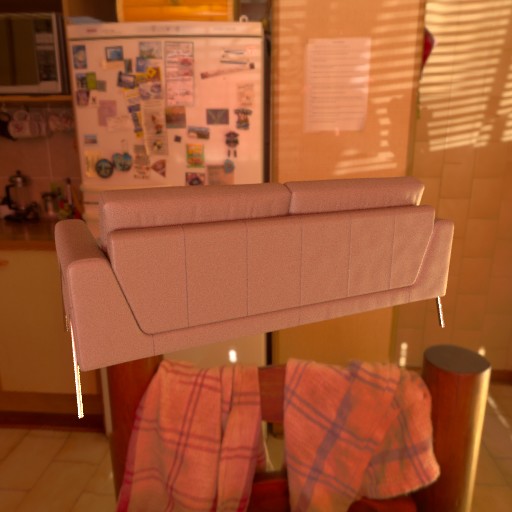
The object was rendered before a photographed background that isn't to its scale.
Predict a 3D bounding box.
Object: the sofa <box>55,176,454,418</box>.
[{"bbox_3d":[0.000,0.000,2.476,2.017,0.875,0.953,-7,16,-25],"label":"sofa"}]
